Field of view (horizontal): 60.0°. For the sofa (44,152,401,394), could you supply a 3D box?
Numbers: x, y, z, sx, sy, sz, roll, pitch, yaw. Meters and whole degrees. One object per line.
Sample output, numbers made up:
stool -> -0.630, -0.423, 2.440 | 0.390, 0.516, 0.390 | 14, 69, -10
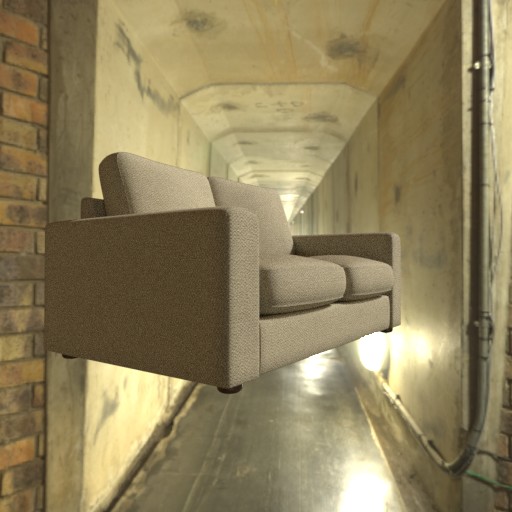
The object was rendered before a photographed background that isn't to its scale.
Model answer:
sofa -> 0.000, 0.000, 2.196 | 1.016, 0.873, 1.616 | -1, -1, 35
